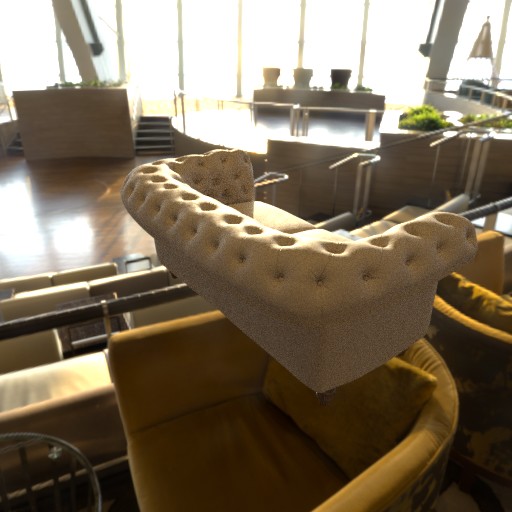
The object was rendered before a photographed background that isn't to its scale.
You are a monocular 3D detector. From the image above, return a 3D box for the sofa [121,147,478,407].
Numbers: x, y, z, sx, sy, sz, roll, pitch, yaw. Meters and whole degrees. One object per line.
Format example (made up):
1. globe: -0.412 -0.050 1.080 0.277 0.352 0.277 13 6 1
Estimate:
1. sofa: 0.000 0.000 2.528 1.069 0.835 1.988 -17 31 -32
